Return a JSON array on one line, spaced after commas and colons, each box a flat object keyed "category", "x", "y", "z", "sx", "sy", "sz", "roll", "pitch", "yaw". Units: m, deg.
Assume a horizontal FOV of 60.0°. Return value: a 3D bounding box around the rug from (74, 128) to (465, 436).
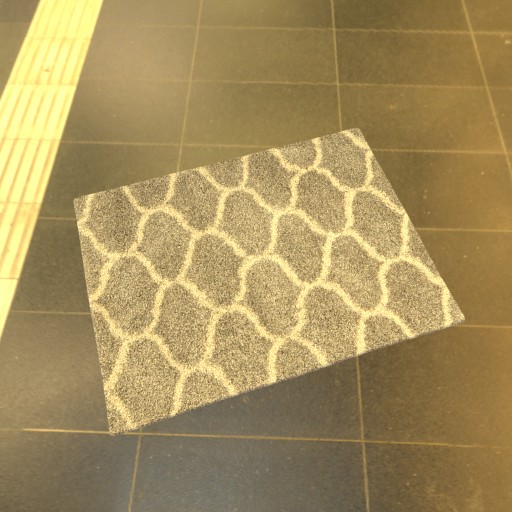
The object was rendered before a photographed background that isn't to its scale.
[{"category": "rug", "x": 0.000, "y": 0.000, "z": 2.141, "sx": 1.600, "sy": 0.025, "sz": 1.200, "roll": -16, "pitch": 64, "yaw": -8}]
